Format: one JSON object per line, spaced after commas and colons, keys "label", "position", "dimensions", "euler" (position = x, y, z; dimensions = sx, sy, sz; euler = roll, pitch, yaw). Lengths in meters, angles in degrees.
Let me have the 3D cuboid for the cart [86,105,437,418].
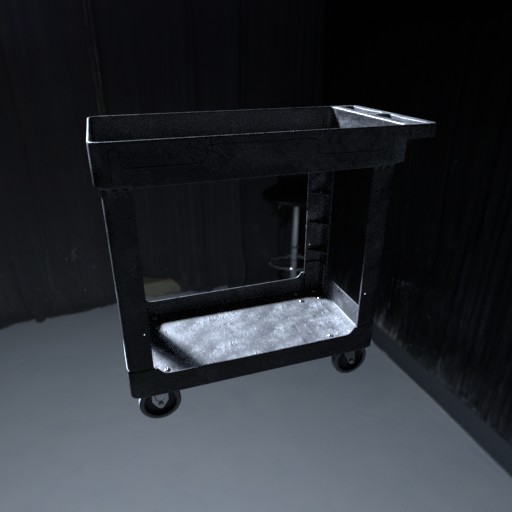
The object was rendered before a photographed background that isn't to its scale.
{"label": "cart", "position": [0.000, 0.000, 1.385], "dimensions": [0.877, 0.824, 0.420], "euler": [-8, 26, -17]}
